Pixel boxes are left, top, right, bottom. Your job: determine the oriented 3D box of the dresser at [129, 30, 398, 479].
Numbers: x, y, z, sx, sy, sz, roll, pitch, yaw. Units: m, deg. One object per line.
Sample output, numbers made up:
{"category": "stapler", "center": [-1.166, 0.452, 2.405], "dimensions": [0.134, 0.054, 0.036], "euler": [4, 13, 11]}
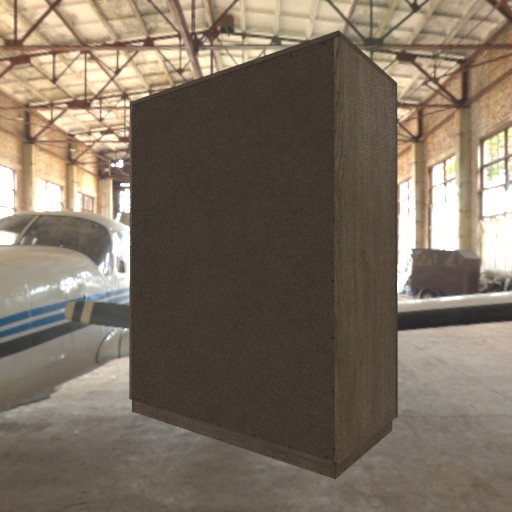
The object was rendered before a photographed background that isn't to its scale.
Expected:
{"category": "dresser", "center": [0.000, 0.000, 1.757], "dimensions": [0.967, 1.295, 0.483], "euler": [0, 0, 37]}
